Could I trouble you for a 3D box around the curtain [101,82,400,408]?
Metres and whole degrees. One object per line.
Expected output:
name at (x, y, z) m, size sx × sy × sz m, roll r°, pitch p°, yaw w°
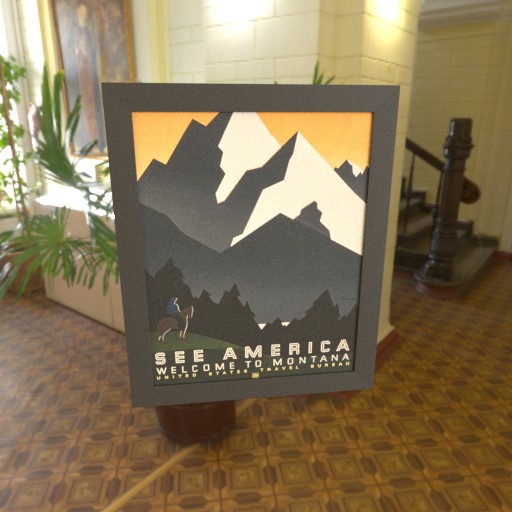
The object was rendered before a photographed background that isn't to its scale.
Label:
curtain at (0.000, 0.000, 0.809) m, size 0.483 × 0.585 × 0.027 m, roll -2°, pitch 17°, yaw -7°
